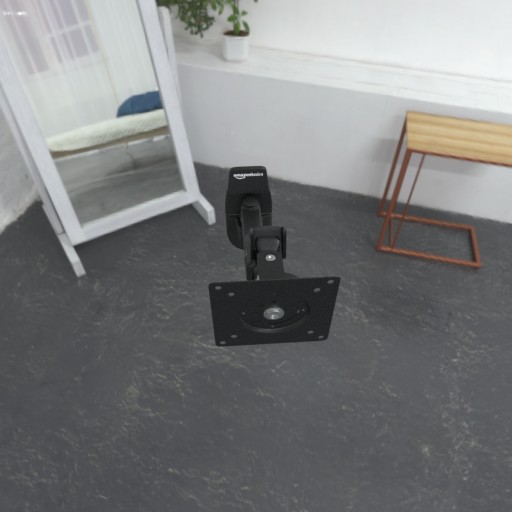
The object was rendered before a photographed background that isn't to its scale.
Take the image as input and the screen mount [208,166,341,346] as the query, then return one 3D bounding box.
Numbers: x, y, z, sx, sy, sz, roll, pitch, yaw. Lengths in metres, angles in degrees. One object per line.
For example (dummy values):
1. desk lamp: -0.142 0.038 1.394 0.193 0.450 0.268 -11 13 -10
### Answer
1. screen mount: 0.000 0.000 0.719 0.115 0.466 0.495 -3 47 -3
